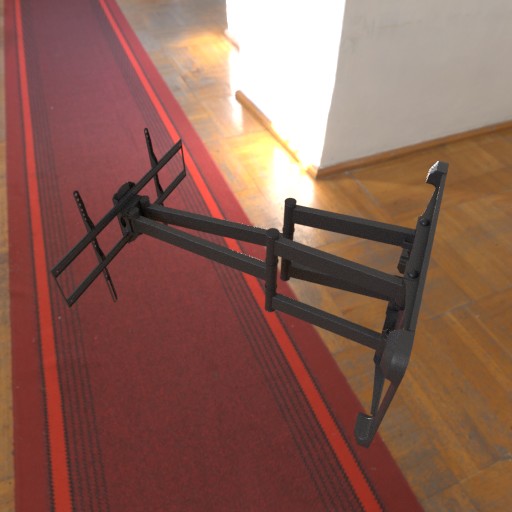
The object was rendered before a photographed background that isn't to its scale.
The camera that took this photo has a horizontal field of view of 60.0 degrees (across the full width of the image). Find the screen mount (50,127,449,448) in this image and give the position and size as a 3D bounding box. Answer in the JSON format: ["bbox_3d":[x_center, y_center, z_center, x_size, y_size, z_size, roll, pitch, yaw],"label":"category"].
[{"bbox_3d":[0.000,0.000,1.333,0.905,0.483,0.725,17,49,15],"label":"screen mount"}]
